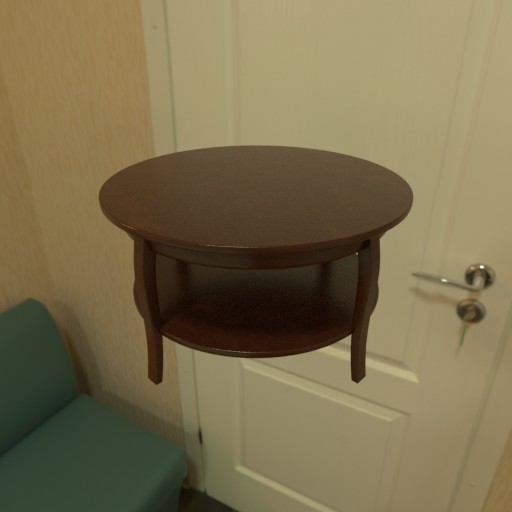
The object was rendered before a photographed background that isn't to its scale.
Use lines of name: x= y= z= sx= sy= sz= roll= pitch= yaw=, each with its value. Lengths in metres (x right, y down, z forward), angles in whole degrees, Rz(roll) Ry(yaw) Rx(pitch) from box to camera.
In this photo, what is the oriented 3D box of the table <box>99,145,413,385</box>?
table: x=0.000 y=0.000 z=1.459 sx=0.911 sy=0.512 sz=0.911 roll=0 pitch=27 yaw=0
